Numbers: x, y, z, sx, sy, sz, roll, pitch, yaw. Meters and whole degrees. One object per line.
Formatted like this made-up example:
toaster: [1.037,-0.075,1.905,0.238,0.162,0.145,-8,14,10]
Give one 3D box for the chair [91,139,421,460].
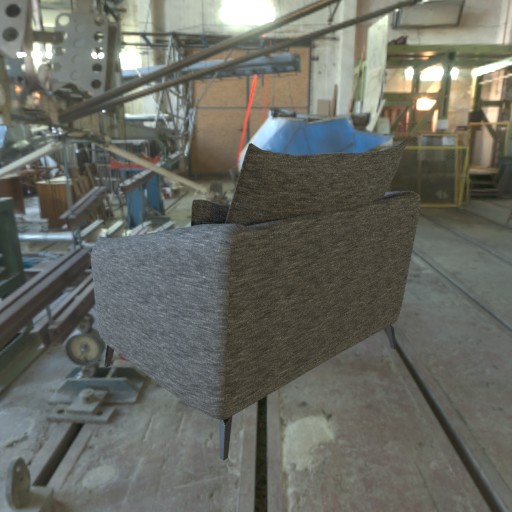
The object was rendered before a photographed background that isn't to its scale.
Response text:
chair: [0.000,0.000,1.647,1.004,0.842,0.805,-15,22,-42]
